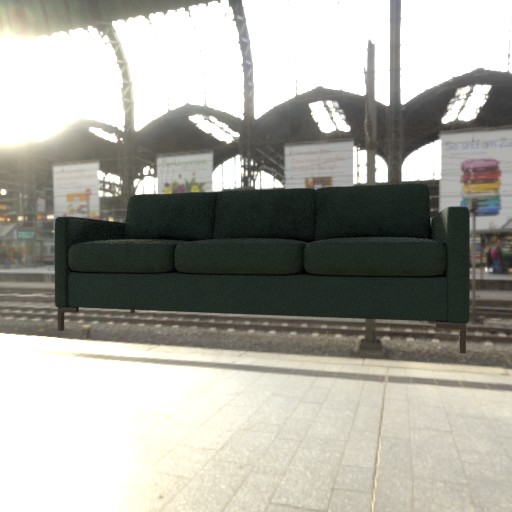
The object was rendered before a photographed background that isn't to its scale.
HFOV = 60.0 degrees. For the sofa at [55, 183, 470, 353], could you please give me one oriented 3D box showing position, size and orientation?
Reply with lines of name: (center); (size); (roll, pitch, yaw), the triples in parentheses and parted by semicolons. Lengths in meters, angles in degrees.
sofa: (0.000, 0.000, 2.666); (2.218, 0.870, 0.859); (0, 0, 16)
